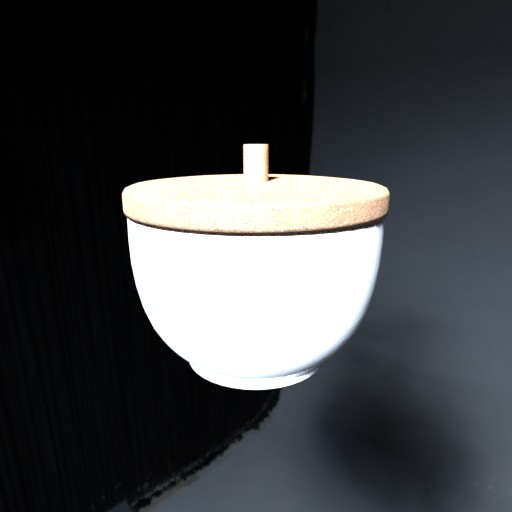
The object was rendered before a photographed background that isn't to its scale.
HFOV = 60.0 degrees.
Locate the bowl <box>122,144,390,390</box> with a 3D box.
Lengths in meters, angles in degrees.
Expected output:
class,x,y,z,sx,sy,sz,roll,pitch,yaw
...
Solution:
class,x,y,z,sx,sy,sz,roll,pitch,yaw
bowl,0.000,0.000,0.226,0.126,0.110,0.126,0,15,0
